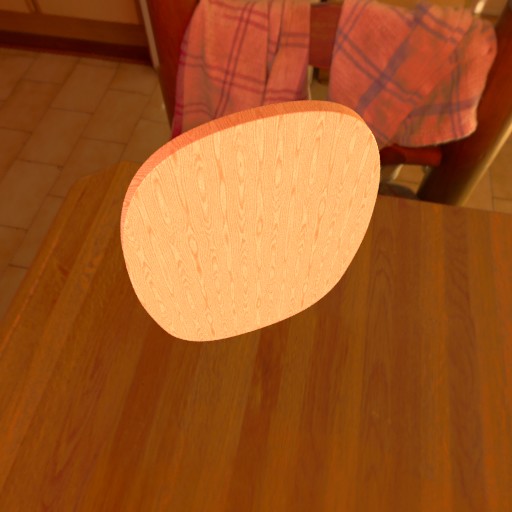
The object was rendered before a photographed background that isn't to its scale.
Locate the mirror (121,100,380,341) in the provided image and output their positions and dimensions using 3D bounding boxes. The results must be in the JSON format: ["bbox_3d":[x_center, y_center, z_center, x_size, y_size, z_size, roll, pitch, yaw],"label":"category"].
[{"bbox_3d":[0.000,0.000,1.329,0.724,1.075,0.037,-17,60,-10],"label":"mirror"}]
